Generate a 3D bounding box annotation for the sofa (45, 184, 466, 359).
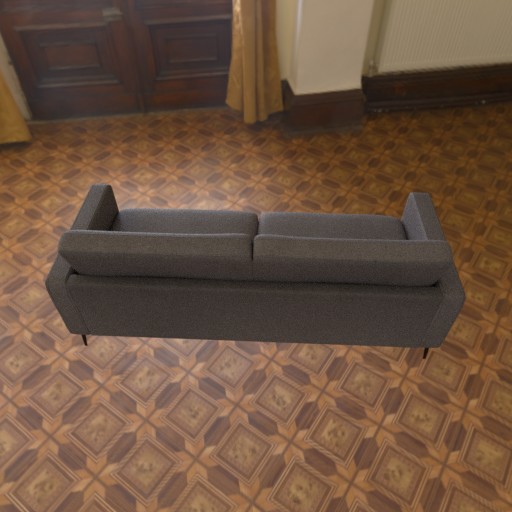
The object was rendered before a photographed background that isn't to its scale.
[{"bbox_3d":[0.000,0.000,2.376,1.925,0.828,0.774,2,46,2],"label":"sofa"}]
